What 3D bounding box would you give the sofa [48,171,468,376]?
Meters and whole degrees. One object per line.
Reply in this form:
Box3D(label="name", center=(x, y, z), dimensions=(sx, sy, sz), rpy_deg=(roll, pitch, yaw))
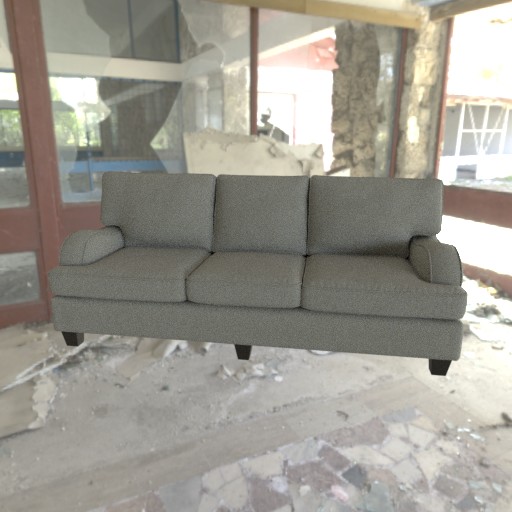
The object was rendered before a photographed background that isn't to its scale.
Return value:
Box3D(label="sofa", center=(0.000, 0.000, 2.819), dimensions=(2.323, 0.997, 1.016), rpy_deg=(2, 15, 9))
